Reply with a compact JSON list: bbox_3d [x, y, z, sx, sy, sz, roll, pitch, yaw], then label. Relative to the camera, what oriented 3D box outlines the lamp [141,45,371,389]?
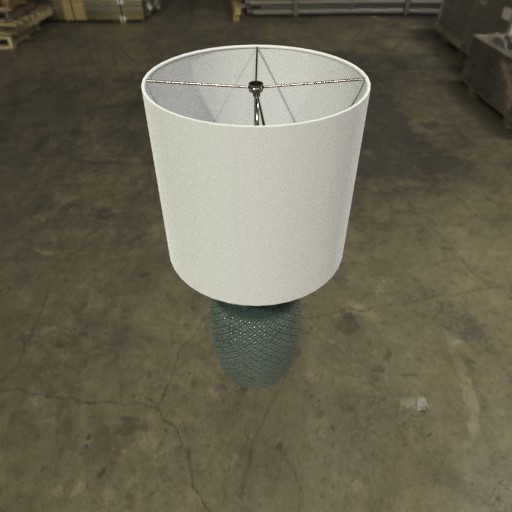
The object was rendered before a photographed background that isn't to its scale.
[{"bbox_3d":[0.000,0.000,0.574,0.217,0.453,0.217,-1,41,-1],"label":"lamp"}]
